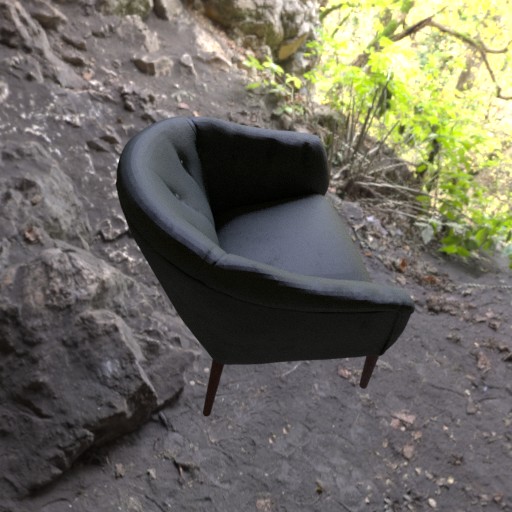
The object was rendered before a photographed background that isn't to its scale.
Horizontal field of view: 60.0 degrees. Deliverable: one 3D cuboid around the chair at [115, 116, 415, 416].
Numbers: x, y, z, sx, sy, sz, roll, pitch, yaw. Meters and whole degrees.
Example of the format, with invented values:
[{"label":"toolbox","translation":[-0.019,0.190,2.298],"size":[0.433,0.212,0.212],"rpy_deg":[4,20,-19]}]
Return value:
[{"label":"chair","translation":[0.000,0.000,1.533],"size":[0.776,0.885,0.851],"rpy_deg":[-9,48,-8]}]
